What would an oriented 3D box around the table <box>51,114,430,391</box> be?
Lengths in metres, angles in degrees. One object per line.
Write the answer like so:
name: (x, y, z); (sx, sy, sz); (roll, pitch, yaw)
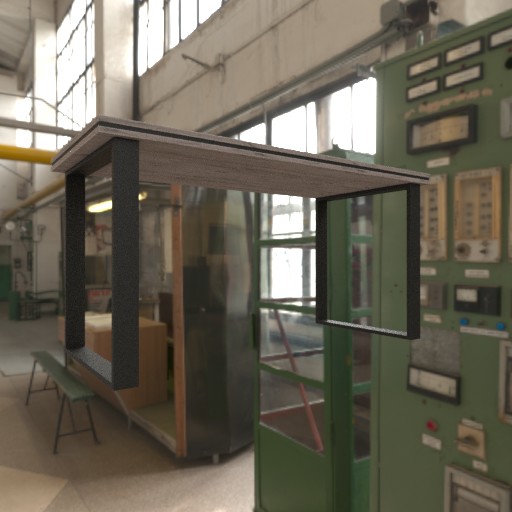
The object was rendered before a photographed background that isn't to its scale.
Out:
table: (0.000, 0.000, 2.247); (1.778, 0.899, 0.795); (0, 0, -35)
